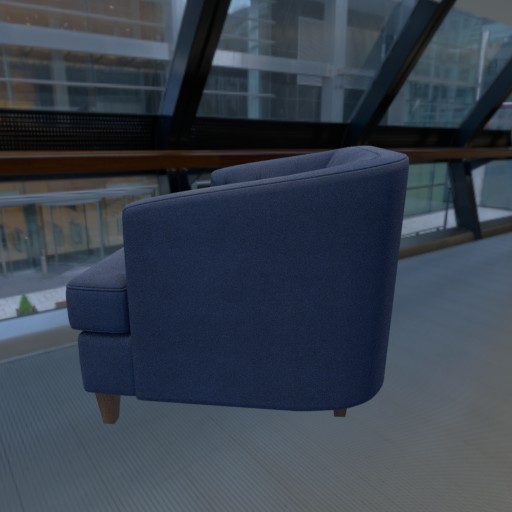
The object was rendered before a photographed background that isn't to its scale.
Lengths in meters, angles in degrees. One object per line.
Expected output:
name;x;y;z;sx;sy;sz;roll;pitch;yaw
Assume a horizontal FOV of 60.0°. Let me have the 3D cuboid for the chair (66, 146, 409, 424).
chair;0.000;0.000;1.662;0.914;0.787;1.118;2;16;7
